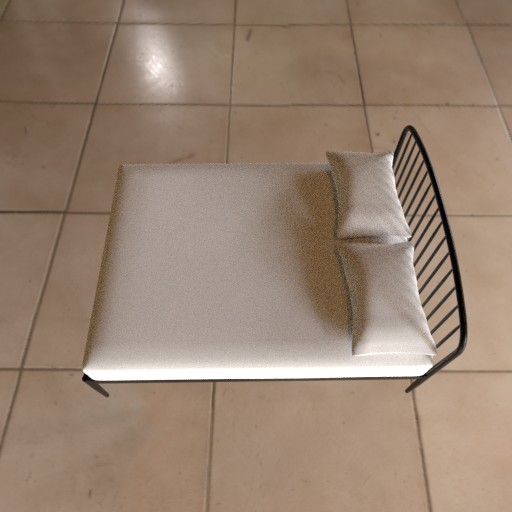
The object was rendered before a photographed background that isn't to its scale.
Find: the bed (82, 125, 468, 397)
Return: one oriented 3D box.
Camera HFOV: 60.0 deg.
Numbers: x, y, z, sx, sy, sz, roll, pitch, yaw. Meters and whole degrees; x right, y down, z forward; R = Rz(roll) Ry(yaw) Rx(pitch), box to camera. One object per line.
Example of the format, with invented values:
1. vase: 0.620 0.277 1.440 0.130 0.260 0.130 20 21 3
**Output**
1. bed: 0.000 0.000 3.020 2.159 1.166 1.618 -1 60 0
